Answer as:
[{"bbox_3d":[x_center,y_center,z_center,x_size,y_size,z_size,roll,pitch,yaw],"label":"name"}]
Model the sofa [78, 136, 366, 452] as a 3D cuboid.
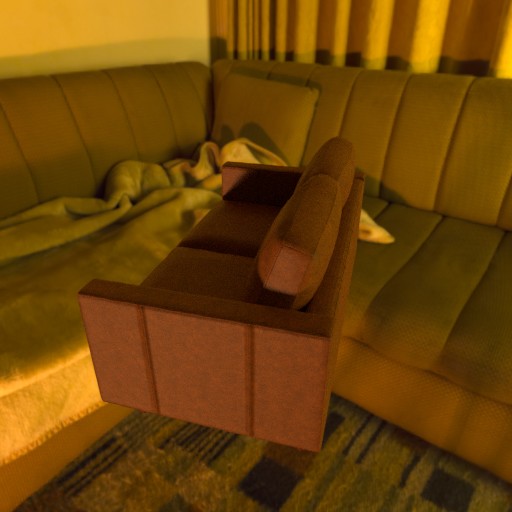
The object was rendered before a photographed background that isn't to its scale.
[{"bbox_3d":[0.000,0.000,2.172,0.909,0.951,1.578,8,30,14],"label":"sofa"}]
